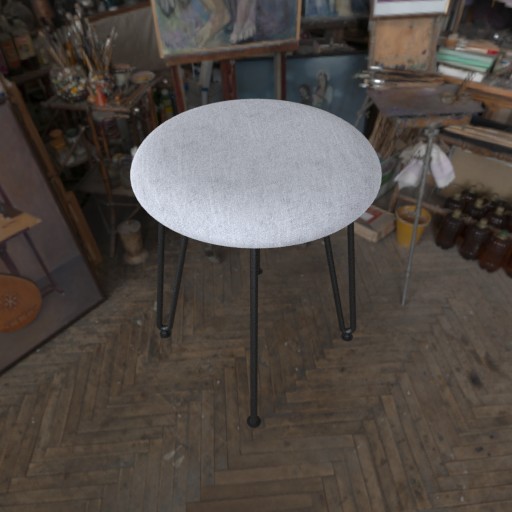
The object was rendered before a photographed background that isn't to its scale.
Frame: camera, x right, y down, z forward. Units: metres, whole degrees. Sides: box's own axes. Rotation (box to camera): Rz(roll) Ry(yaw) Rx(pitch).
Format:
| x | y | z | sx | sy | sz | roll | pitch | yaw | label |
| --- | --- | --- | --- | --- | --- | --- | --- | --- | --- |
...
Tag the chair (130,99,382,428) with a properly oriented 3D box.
| x | y | z | sx | sy | sz | roll | pitch | yaw | label |
| --- | --- | --- | --- | --- | --- | --- | --- | --- | --- |
| 0.000 | 0.000 | 0.664 | 0.350 | 0.386 | 0.350 | 1 | 43 | 1 | chair |
